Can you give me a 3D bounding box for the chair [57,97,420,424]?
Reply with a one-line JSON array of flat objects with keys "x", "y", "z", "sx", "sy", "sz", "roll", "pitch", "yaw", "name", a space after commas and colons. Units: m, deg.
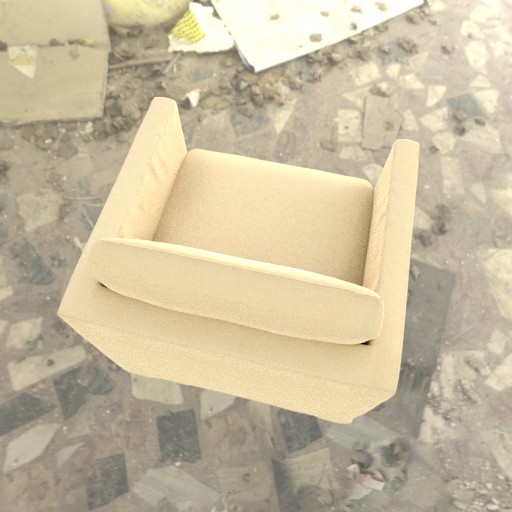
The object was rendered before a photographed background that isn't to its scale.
[{"x": 0.000, "y": 0.000, "z": 1.714, "sx": 1.057, "sy": 0.851, "sz": 0.947, "roll": 12, "pitch": 64, "yaw": 6, "name": "chair"}]
